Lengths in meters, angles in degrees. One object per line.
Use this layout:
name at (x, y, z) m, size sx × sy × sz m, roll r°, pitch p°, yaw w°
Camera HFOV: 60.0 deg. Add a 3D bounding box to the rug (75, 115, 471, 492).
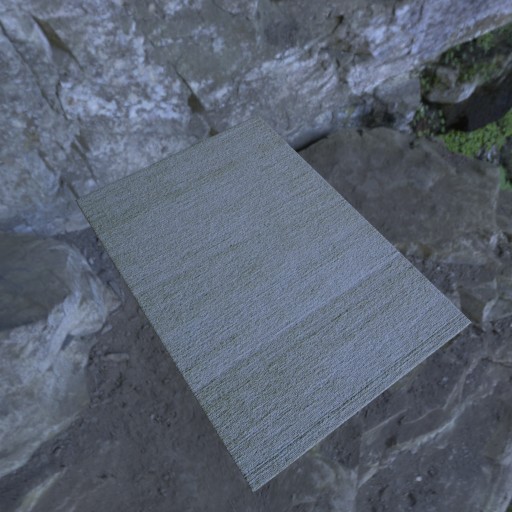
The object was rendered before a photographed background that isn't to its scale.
rug at (0.000, 0.000, 5.094) m, size 2.782 × 0.025 × 3.935 m, roll -30°, pitch 62°, yaw -18°
